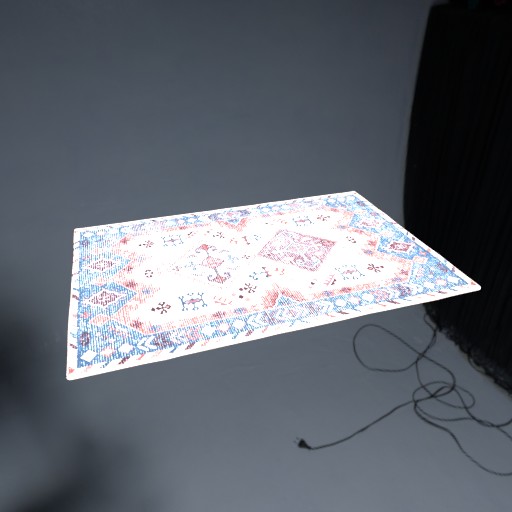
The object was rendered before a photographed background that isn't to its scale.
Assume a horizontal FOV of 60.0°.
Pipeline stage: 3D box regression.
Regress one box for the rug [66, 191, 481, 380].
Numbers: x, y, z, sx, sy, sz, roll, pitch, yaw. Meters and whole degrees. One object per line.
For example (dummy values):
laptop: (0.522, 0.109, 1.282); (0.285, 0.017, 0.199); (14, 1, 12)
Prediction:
rug: (0.000, 0.000, 2.329); (1.840, 0.015, 1.225); (-10, 32, -15)
